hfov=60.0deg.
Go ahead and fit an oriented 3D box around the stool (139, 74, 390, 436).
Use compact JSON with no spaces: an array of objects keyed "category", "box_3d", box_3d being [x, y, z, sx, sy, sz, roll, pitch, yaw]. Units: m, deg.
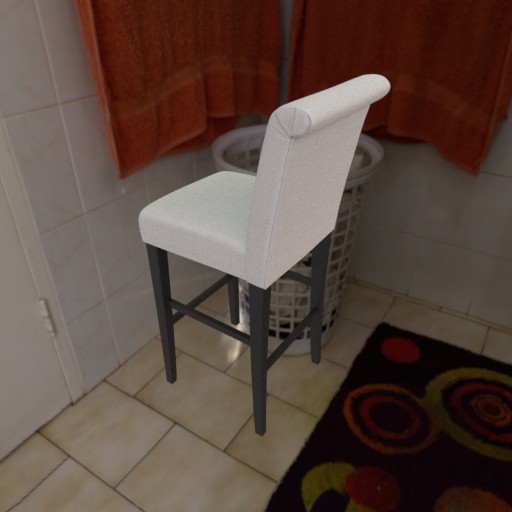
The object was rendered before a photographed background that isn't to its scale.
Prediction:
[{"category":"stool","box_3d":[0.000,0.000,1.473,0.597,1.124,0.452,20,37,29]}]
